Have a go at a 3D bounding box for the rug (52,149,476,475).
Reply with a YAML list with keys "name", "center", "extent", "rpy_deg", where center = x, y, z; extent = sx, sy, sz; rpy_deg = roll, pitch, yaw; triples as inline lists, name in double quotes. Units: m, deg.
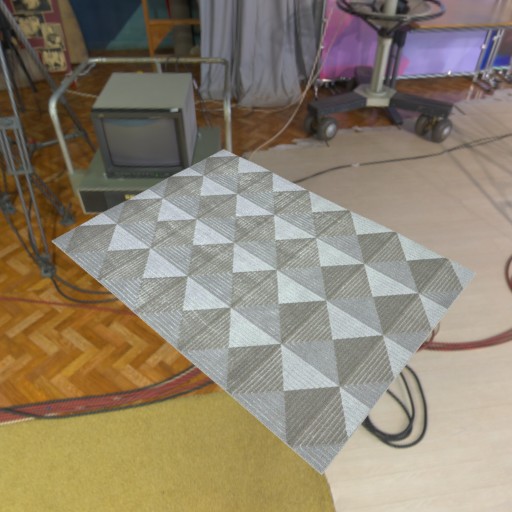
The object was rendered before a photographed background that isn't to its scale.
- name: "rug"
  center: [0.000, 0.000, 4.276]
  extent: [3.333, 0.027, 2.428]
  rpy_deg: [32, 52, 29]
